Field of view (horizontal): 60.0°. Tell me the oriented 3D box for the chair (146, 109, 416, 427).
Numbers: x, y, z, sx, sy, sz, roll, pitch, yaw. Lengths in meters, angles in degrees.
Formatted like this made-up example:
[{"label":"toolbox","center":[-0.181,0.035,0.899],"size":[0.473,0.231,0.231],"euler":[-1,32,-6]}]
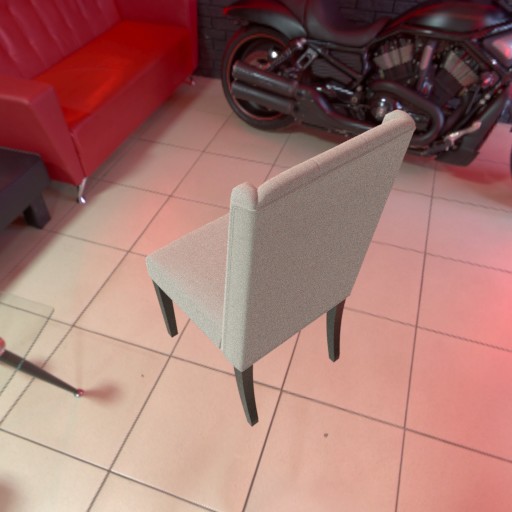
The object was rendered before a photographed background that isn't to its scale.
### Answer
[{"label":"chair","center":[0.000,0.000,1.281],"size":[0.474,0.961,0.523],"euler":[-30,53,-26]}]
